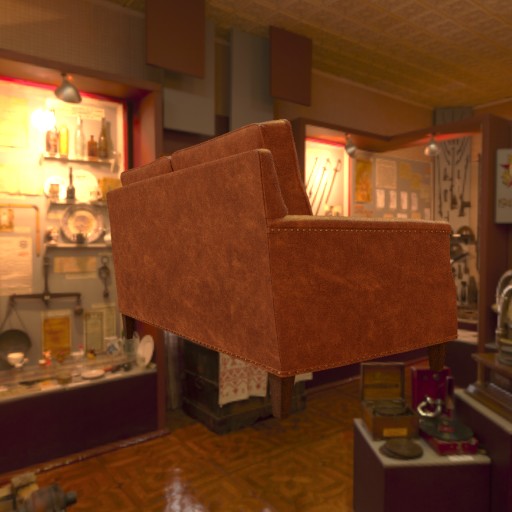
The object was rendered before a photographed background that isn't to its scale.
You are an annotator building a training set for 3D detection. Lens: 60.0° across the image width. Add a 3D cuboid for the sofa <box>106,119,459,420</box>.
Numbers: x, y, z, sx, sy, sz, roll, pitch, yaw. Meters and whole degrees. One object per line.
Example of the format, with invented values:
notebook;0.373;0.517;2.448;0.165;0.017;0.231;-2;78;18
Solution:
sofa;0.000;0.000;2.261;1.084;1.003;1.597;-1;2;-36
